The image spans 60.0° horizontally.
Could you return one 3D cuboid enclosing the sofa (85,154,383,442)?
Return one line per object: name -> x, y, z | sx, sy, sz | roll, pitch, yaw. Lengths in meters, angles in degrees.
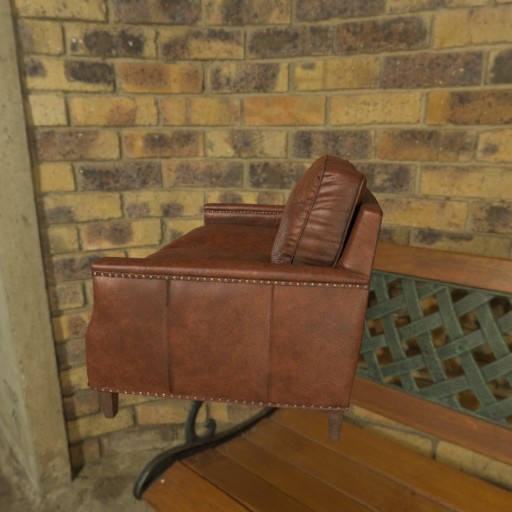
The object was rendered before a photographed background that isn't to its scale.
sofa -> 0.000, 0.000, 2.284 | 1.083, 1.003, 1.628 | 2, 15, 9
